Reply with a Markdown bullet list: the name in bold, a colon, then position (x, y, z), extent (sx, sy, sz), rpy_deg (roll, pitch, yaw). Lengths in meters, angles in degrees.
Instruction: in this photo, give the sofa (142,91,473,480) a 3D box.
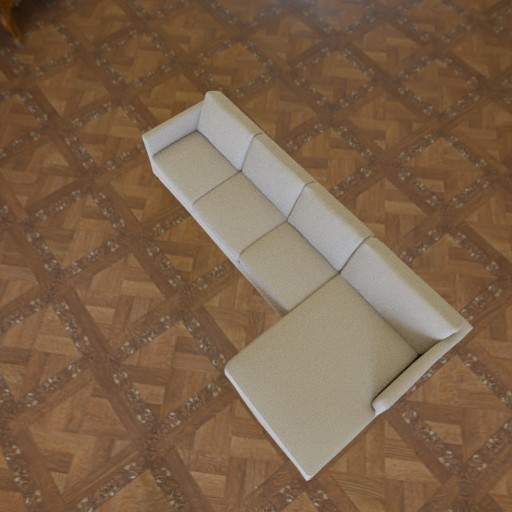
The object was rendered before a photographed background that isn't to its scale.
- **sofa**: position (0.000, 0.000, 3.847), extent (1.625, 0.861, 3.186), rpy_deg (-36, 68, -17)
